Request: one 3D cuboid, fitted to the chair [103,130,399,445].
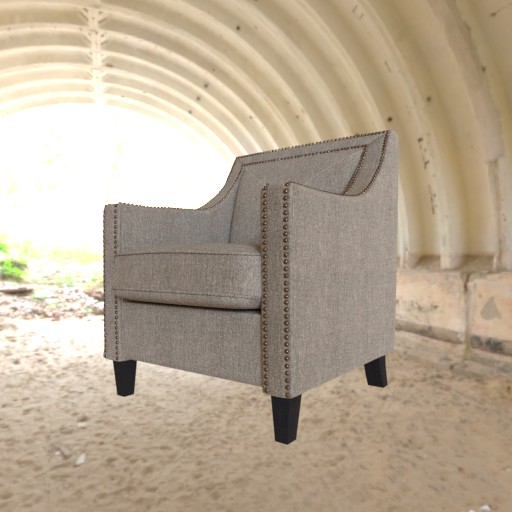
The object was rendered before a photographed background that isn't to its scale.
[{"bbox_3d":[0.000,0.000,1.606,0.776,0.967,0.884,0,-1,36],"label":"chair"}]
